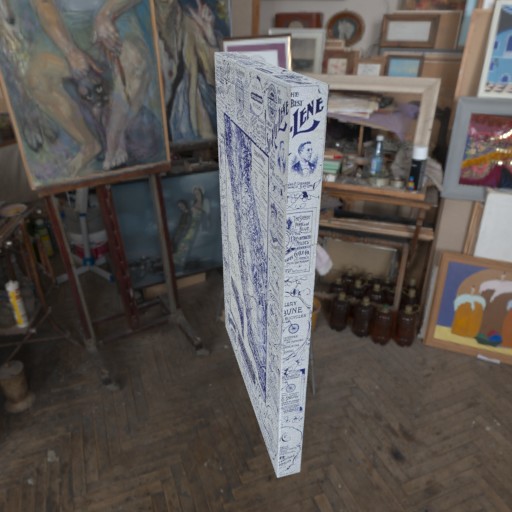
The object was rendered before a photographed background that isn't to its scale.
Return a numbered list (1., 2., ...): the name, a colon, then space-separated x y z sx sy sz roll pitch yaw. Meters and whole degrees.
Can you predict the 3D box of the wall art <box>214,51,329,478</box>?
1. wall art: 0.000 0.000 0.470 0.025 0.376 0.255 -8 30 -13
